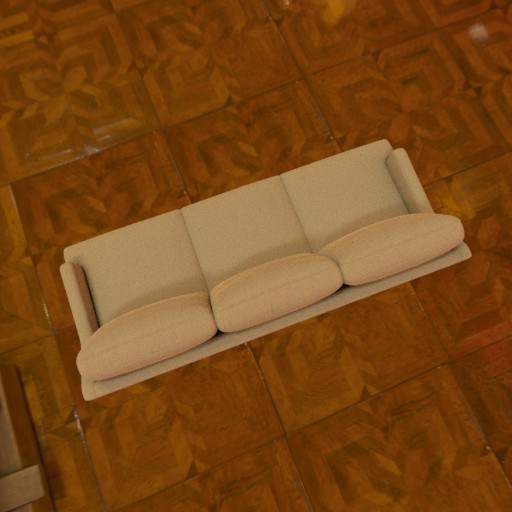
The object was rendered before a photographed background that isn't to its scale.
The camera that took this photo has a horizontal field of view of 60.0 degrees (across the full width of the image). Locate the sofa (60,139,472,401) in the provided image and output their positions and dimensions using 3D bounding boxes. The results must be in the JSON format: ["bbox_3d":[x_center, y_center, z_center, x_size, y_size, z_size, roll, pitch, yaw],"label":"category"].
[{"bbox_3d":[0.000,0.000,2.799,2.321,0.913,1.000,-20,76,-5],"label":"sofa"}]
